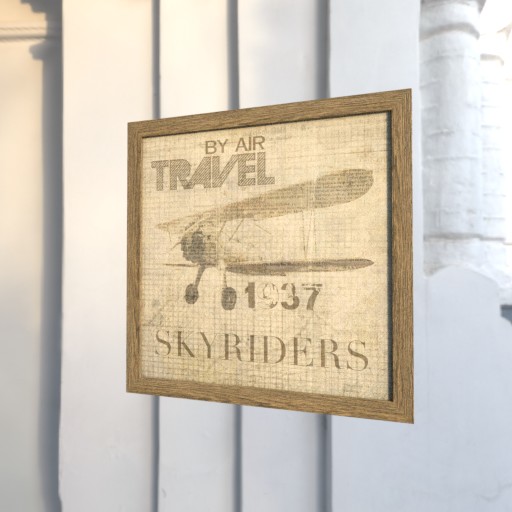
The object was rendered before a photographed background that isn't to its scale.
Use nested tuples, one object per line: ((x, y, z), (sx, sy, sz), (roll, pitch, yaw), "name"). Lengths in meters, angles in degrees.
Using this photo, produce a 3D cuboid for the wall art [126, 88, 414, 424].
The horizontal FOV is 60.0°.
((0.000, 0.000, 0.761), (0.508, 0.508, 0.019), (0, -1, 19), "wall art")
